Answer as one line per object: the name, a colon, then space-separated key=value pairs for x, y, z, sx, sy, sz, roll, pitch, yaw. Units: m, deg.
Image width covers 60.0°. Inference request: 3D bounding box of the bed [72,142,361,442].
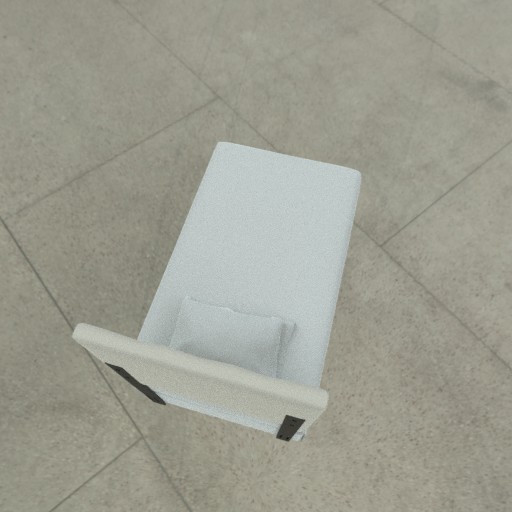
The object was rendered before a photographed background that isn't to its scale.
bed: x=0.000 y=0.000 z=2.973 sx=1.261 sy=1.571 sz=1.997 roll=14 pitch=64 yaw=7
